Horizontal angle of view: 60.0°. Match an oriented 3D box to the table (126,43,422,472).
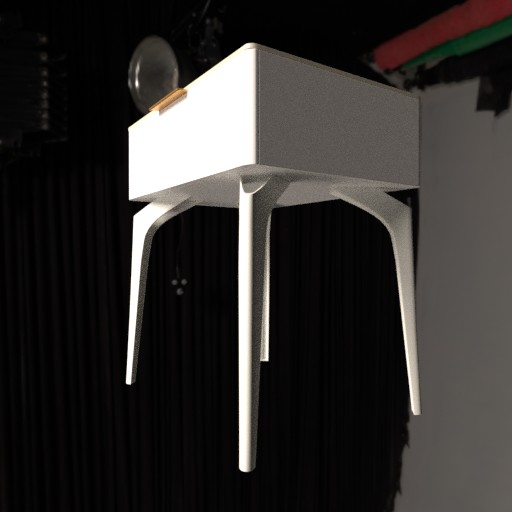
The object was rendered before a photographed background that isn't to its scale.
[{"bbox_3d":[0.000,0.000,0.894,0.400,0.570,0.500,0,1,-34],"label":"table"}]
